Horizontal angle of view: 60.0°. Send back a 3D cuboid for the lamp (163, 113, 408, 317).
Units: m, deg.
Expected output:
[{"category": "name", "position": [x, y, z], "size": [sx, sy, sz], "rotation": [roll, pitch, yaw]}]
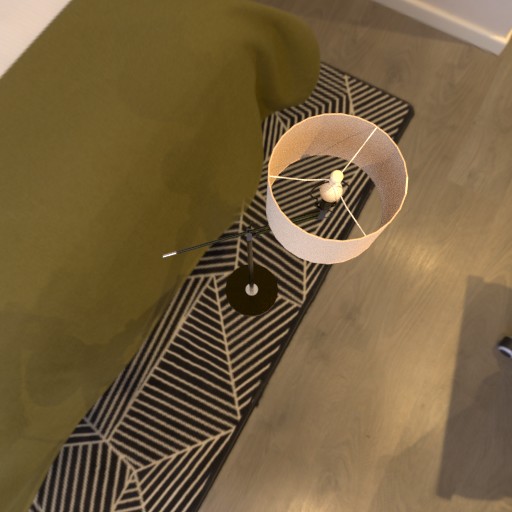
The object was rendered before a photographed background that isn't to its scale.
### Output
[{"category": "lamp", "position": [0.000, 0.000, 1.963], "size": [0.809, 1.635, 0.373], "rotation": [-1, 75, 0]}]
